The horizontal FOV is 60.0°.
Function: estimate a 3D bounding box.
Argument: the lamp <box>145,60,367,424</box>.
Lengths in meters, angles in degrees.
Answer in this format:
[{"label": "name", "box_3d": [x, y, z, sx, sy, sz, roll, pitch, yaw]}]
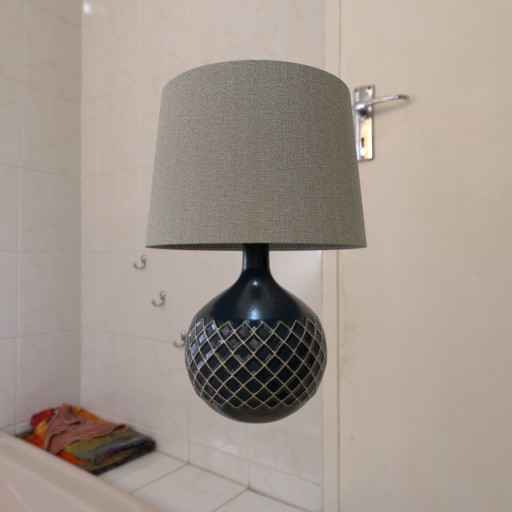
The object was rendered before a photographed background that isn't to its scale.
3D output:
[{"label": "lamp", "box_3d": [0.000, 0.000, 0.773, 0.376, 0.540, 0.376, 0, -1, 0]}]
